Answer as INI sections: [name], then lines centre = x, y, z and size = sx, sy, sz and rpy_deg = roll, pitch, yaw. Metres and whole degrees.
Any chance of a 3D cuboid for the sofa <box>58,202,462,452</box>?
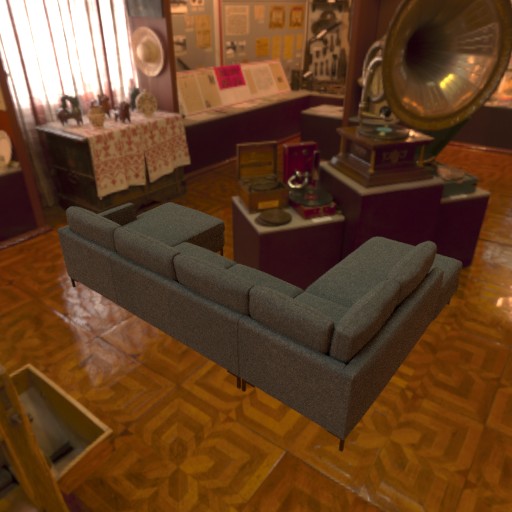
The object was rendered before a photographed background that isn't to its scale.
[sofa]
centre = 0.000, 0.000, 3.880
size = 2.956, 0.813, 2.007
rpy_deg = 21, 36, 33
